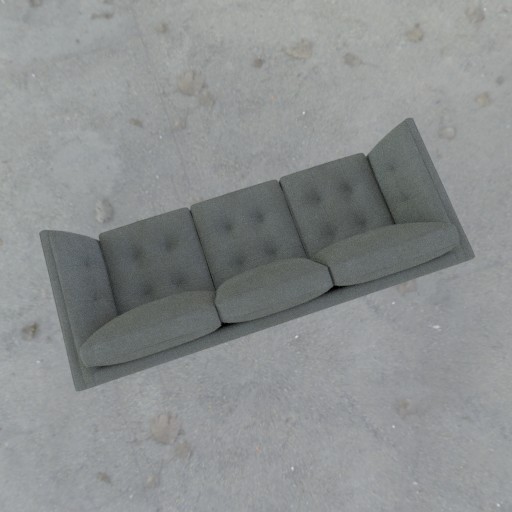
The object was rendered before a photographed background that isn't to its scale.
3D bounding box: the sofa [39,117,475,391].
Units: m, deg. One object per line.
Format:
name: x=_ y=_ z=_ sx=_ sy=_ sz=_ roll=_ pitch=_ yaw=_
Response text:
sofa: x=0.000 y=0.000 z=2.891 sx=2.387 sy=0.940 sz=0.965 roll=-18 pitch=77 yaw=-4
